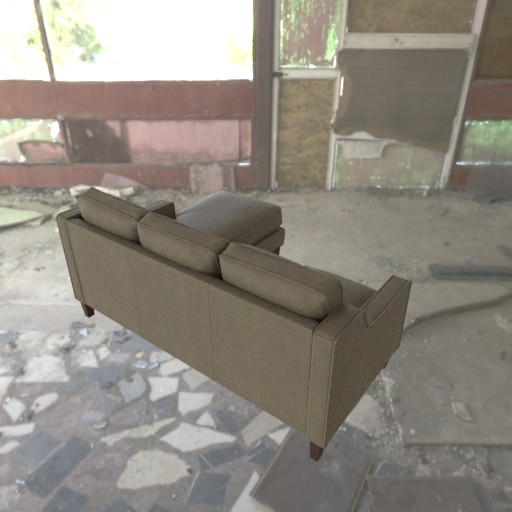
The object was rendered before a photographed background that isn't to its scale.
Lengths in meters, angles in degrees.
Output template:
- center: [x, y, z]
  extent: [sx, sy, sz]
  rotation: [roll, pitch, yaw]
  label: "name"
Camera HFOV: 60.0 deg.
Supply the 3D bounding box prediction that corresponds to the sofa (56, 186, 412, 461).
- center: [0.000, 0.000, 3.395]
  extent: [2.317, 1.081, 1.858]
  rotation: [20, 35, 32]
  label: "sofa"
